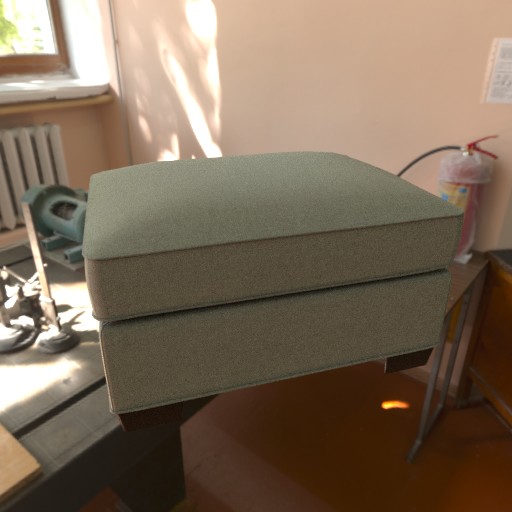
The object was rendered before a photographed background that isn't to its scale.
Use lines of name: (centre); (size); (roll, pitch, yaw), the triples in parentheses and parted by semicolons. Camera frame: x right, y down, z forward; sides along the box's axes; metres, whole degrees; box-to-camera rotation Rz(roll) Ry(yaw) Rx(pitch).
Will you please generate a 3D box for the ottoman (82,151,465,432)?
ottoman: (0.000, 0.000, 1.244); (0.843, 0.504, 0.619); (-8, 27, -15)
